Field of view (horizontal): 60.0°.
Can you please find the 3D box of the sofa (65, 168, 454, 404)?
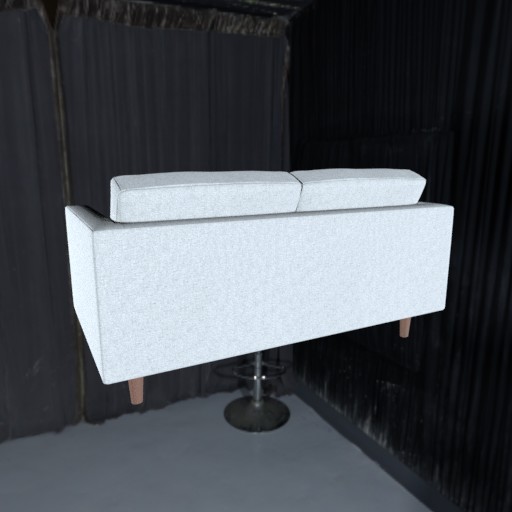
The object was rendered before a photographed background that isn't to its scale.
[{"bbox_3d":[0.000,0.000,2.316,1.731,0.900,1.000,-6,14,-27],"label":"sofa"}]
